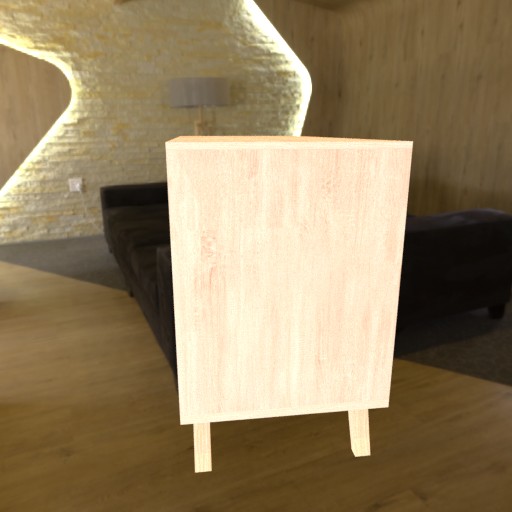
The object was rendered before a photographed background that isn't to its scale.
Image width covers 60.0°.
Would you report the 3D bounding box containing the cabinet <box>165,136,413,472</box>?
[{"bbox_3d":[0.000,0.000,1.513,0.500,0.780,1.110,-2,16,-7],"label":"cabinet"}]
